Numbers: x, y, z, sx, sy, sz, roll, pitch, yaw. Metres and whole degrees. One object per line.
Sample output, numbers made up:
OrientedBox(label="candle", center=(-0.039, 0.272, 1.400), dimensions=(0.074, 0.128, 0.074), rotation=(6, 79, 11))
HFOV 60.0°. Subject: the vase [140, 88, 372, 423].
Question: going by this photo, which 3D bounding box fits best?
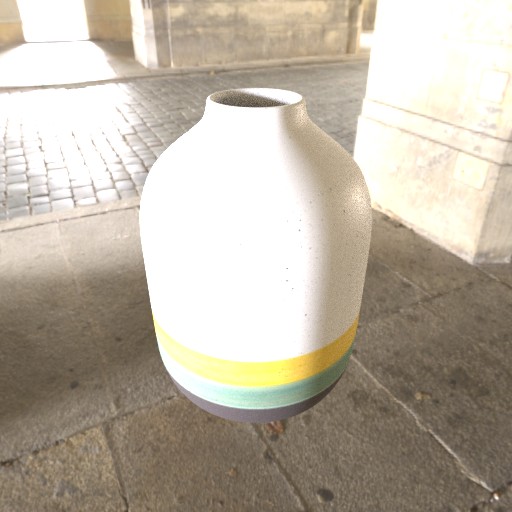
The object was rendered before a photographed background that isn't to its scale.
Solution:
OrientedBox(label="vase", center=(0.000, 0.000, 0.349), dimensions=(0.169, 0.240, 0.169), rotation=(0, 31, 0))
